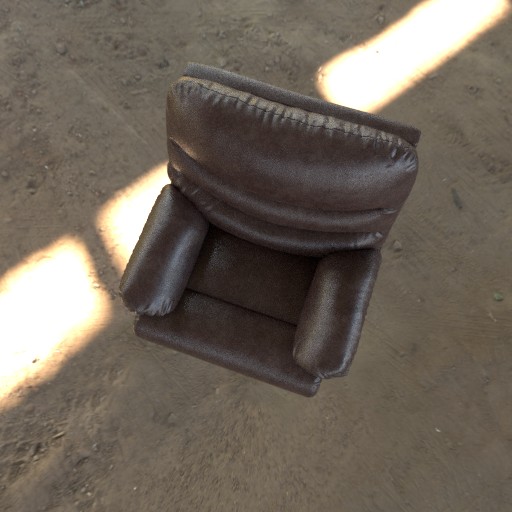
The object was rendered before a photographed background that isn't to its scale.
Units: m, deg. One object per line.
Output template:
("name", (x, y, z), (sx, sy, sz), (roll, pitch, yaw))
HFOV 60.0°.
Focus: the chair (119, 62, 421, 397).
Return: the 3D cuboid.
("chair", (0.000, 0.000, 1.728), (0.940, 1.041, 0.879), (18, 75, 5))
